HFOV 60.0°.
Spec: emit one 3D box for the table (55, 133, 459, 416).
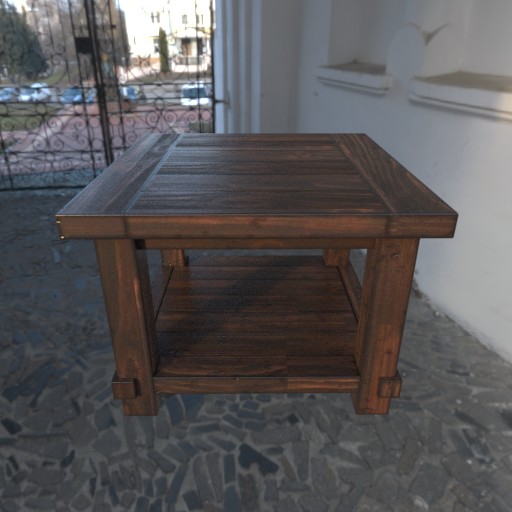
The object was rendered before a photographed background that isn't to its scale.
[{"bbox_3d":[0.000,0.000,1.017,0.593,0.437,0.606,0,26,0],"label":"table"}]
